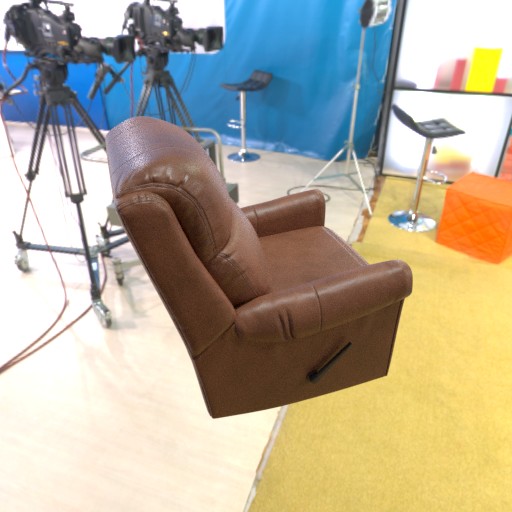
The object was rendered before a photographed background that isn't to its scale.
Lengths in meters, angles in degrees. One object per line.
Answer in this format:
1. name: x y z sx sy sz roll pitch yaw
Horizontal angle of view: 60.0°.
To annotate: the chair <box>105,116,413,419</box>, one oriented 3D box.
1. chair: 0.000 0.000 1.804 1.014 1.054 0.838 -10 32 -16
